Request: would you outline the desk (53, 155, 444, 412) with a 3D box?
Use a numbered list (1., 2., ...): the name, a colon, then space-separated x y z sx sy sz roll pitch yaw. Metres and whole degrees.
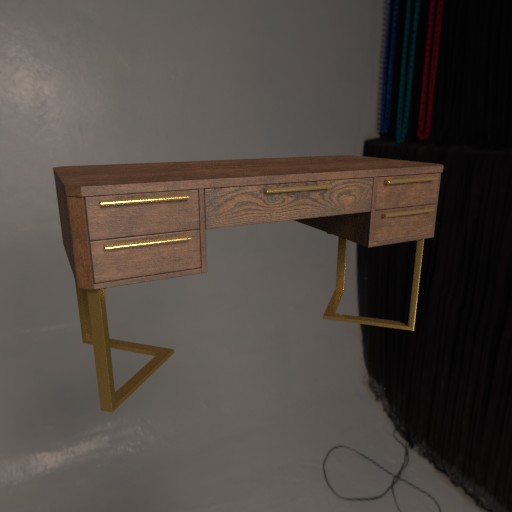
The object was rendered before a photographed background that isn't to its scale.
1. desk: 0.000 0.000 1.908 1.479 0.762 0.684 -8 19 -25
